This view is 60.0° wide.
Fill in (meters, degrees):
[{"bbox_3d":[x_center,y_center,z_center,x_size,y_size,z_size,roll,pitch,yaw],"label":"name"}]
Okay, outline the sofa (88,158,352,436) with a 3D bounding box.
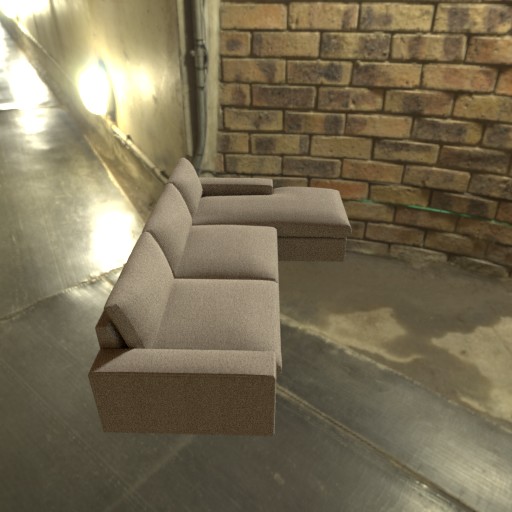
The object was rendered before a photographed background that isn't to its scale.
[{"bbox_3d":[0.000,0.000,3.487,1.689,0.813,2.718,1,32,1],"label":"sofa"}]
